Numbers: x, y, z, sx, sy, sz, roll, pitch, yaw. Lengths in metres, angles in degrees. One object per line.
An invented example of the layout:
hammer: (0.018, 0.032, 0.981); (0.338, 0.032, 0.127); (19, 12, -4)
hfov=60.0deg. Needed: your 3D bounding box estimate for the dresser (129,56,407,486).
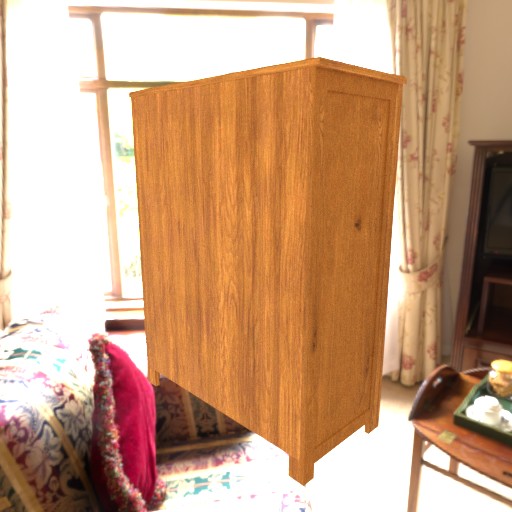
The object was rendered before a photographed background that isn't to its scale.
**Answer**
dresser: (0.000, 0.000, 1.977); (0.558, 1.431, 1.081); (-13, 18, -43)
